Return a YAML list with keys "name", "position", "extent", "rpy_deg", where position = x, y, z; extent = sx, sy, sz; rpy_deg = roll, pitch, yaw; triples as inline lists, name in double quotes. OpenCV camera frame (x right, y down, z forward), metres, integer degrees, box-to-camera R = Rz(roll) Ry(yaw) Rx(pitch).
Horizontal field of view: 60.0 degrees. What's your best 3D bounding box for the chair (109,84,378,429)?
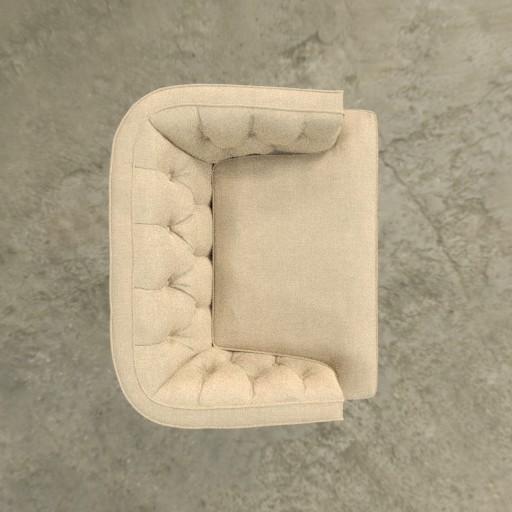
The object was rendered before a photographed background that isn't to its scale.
- name: "chair"
  position: [0.000, 0.000, 1.719]
  extent: [0.914, 0.787, 1.118]
  rpy_deg: [0, 91, -1]
